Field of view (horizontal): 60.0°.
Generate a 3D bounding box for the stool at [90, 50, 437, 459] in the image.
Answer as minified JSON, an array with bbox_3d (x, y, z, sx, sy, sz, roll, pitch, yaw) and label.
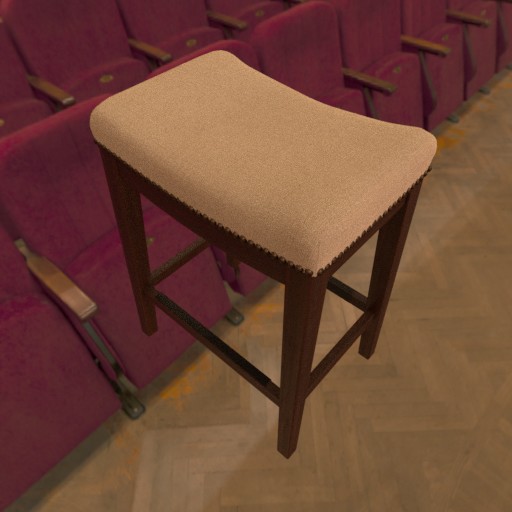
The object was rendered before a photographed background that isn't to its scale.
[{"bbox_3d":[0.000,0.000,0.944,0.509,0.669,0.363,33,55,27],"label":"stool"}]
